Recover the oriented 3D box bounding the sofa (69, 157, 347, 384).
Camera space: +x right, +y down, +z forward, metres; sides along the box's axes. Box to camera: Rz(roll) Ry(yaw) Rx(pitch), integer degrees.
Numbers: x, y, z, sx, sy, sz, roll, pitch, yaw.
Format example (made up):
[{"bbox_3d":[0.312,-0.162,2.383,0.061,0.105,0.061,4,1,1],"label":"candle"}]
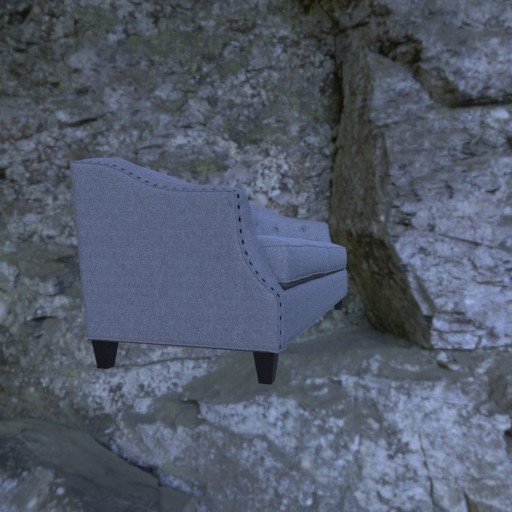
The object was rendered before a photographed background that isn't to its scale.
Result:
[{"bbox_3d":[0.000,0.000,2.740,0.914,0.901,2.235,0,1,18],"label":"sofa"}]
